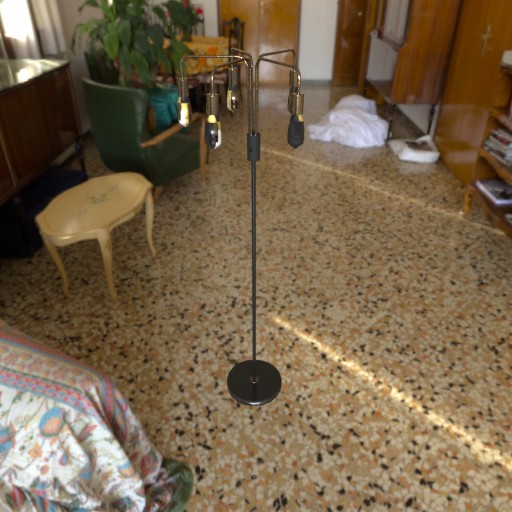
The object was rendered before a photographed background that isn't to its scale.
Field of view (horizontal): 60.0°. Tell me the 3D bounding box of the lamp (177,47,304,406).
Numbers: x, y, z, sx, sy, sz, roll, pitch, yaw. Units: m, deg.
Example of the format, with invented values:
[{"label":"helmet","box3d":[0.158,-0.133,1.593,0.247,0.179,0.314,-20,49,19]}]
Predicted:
[{"label":"lamp","box3d":[0.000,0.000,2.067,0.572,1.721,0.599,-20,37,-29]}]
